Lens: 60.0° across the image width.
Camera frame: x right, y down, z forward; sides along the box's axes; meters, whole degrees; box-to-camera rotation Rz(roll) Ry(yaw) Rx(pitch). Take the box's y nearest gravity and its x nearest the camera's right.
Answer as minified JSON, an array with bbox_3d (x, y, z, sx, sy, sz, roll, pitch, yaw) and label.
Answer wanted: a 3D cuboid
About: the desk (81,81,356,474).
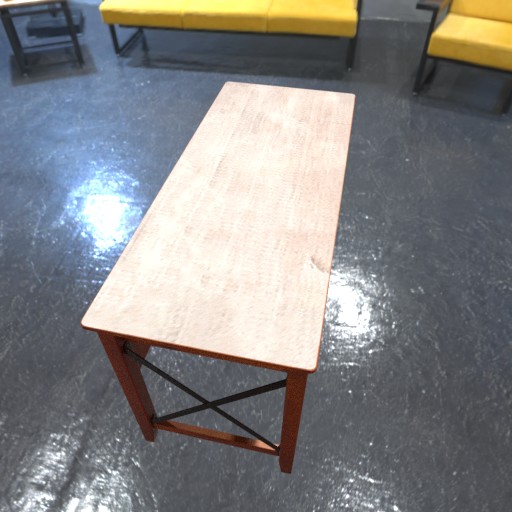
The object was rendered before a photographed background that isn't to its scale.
[{"bbox_3d":[0.000,0.000,1.747,0.574,0.756,1.353,9,47,9],"label":"desk"}]
